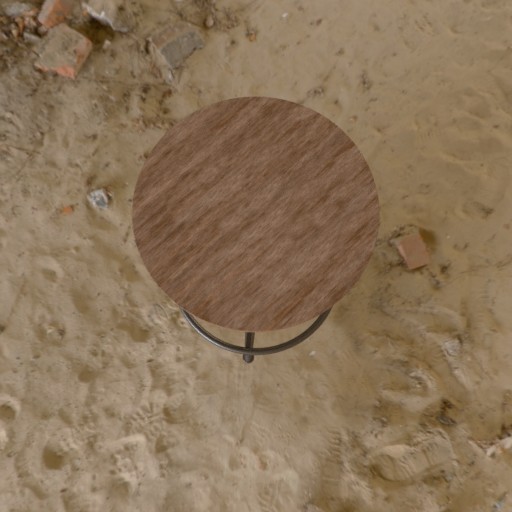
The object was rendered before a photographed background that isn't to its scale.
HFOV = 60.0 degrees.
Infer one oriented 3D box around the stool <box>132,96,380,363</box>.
[{"bbox_3d":[0.000,0.000,0.921,0.439,0.609,0.439,5,77,1],"label":"stool"}]
